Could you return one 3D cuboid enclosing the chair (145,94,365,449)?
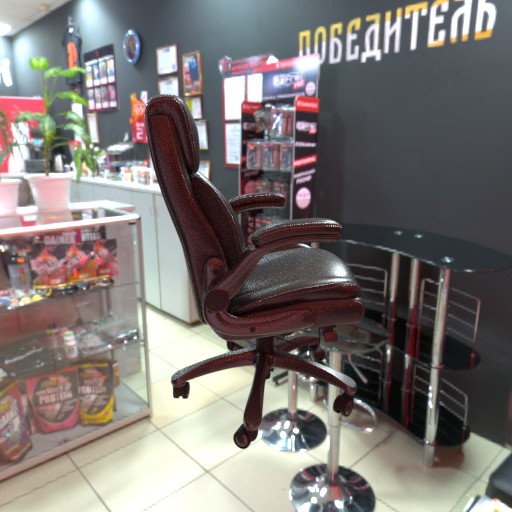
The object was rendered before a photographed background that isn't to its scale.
[{"bbox_3d":[0.000,0.000,1.650,0.724,1.110,0.782,-2,15,-10],"label":"chair"}]
